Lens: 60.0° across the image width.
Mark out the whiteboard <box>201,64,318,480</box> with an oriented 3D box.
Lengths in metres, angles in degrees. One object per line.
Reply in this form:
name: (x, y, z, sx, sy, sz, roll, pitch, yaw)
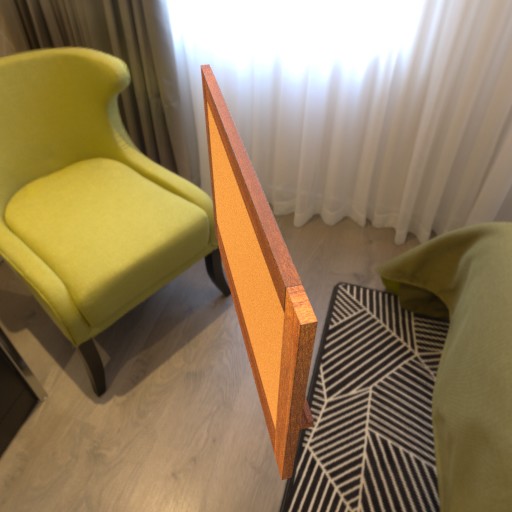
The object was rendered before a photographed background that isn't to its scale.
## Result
whiteboard: (0.000, 0.000, 1.009, 0.083, 0.559, 0.783, -10, 47, -10)
